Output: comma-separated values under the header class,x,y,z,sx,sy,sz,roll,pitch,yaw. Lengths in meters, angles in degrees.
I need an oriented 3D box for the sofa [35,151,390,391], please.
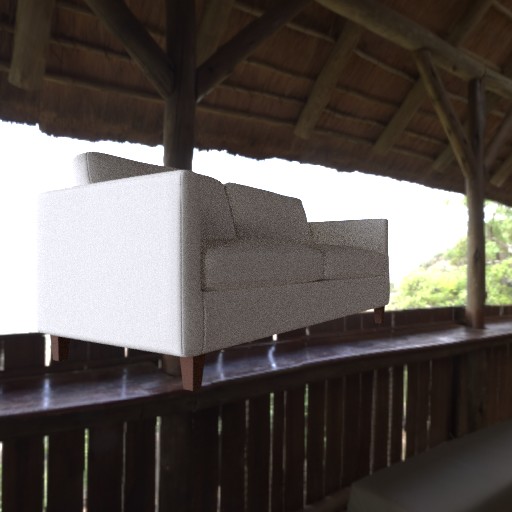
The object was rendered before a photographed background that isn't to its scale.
class,x,y,z,sx,sy,sz,roll,pitch,yaw
sofa,0.000,0.000,2.546,0.924,0.933,2.139,0,-1,34
